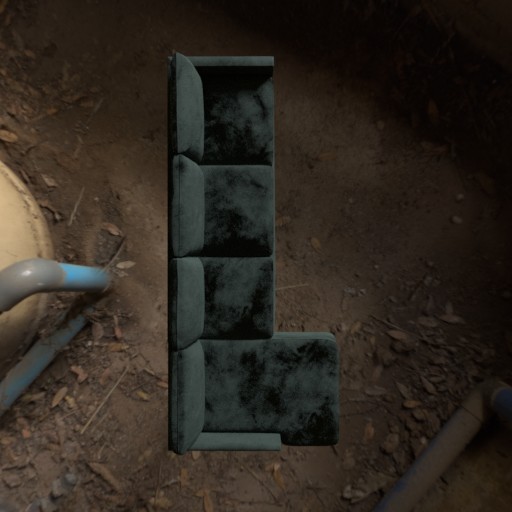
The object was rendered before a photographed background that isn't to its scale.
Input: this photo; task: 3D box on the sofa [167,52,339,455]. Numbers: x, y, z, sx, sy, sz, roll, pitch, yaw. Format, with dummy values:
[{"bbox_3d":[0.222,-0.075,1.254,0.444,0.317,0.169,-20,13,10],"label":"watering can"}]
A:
[{"bbox_3d":[0.000,0.000,3.990,1.500,0.967,3.400,0,90,0],"label":"sofa"}]
